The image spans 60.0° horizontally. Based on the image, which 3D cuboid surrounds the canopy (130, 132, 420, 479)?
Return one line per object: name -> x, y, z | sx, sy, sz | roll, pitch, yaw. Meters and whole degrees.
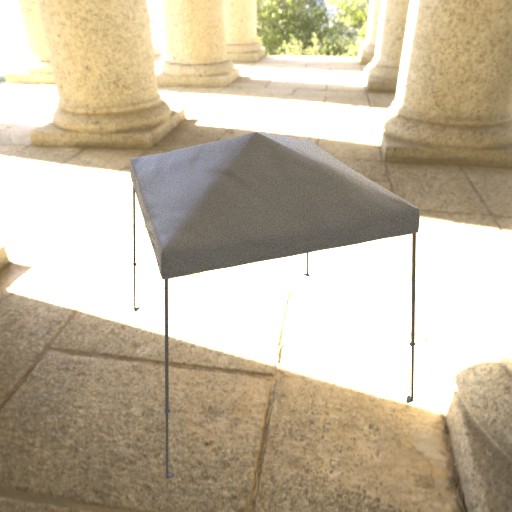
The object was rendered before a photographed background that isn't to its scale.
canopy -> 0.000, 0.000, 6.456 | 3.599, 3.600, 3.600 | -10, 32, -17
